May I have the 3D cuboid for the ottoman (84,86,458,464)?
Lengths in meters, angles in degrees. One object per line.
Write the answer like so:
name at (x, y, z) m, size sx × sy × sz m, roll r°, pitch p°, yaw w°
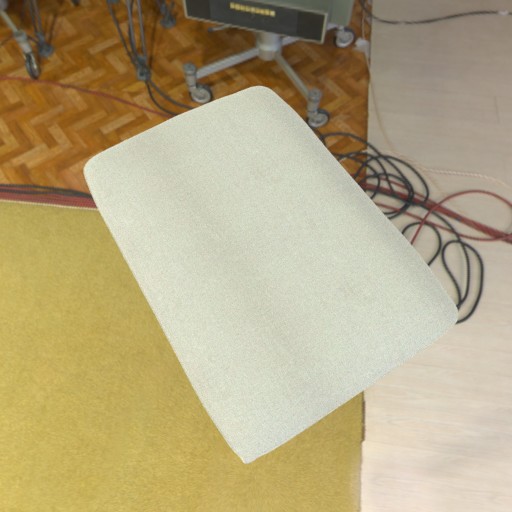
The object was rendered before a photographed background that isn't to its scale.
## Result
ottoman at (0.000, 0.000, 1.356) m, size 0.686 × 0.453 × 0.984 m, roll -29°, pitch 67°, yaw -13°
